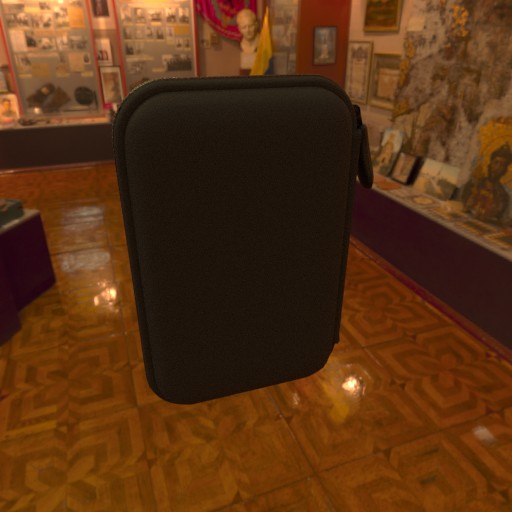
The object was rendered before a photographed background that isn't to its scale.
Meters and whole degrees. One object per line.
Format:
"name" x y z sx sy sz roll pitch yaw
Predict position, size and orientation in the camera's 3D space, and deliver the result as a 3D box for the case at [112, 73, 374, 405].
"case" 0.000 0.000 0.195 0.107 0.147 0.030 -8 28 -16
